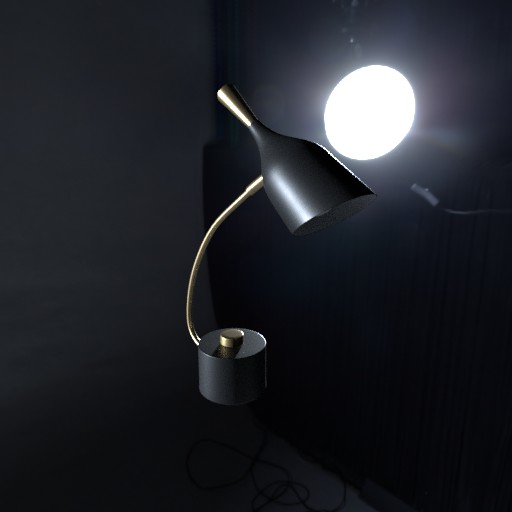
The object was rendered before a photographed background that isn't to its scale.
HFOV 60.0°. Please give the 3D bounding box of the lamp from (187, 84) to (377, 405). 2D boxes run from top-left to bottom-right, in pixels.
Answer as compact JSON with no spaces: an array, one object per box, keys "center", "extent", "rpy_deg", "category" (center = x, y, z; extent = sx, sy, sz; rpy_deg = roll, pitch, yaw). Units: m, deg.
[{"center":[0.000,0.000,0.628],"extent":[0.110,0.464,0.352],"rpy_deg":[-14,21,-41],"category":"lamp"}]
